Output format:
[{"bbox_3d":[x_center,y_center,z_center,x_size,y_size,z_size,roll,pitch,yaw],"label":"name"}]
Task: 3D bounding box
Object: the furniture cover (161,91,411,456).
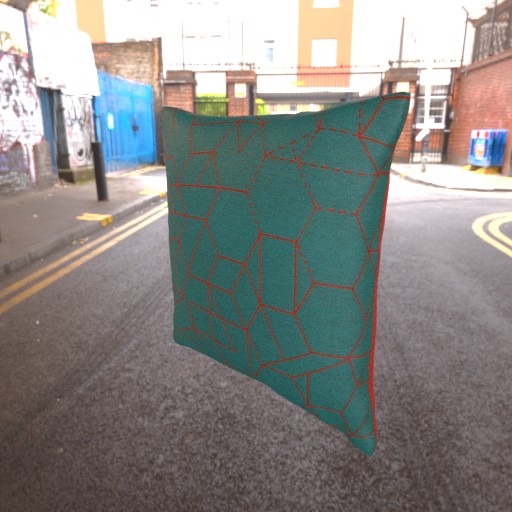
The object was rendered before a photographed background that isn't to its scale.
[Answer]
[{"bbox_3d":[0.000,0.000,0.763,0.158,0.508,0.517,-15,22,-43],"label":"furniture cover"}]
